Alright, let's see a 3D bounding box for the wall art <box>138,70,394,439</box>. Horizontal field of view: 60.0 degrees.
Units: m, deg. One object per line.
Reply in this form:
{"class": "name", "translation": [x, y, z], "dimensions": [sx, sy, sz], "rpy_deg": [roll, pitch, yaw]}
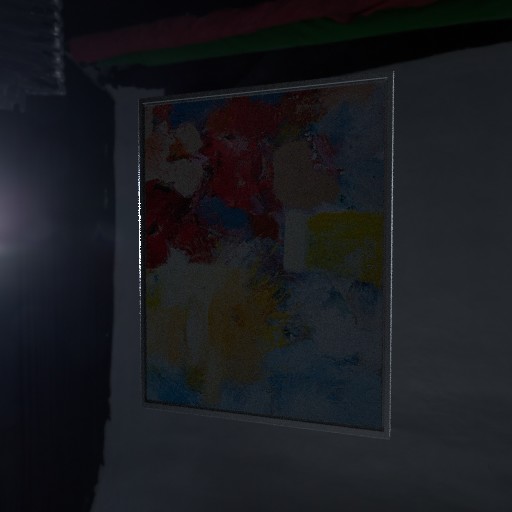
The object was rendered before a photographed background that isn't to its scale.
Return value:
{"class": "wall art", "translation": [0.000, 0.000, 1.393], "dimensions": [0.816, 1.046, 0.030], "rpy_deg": [1, 2, 17]}
